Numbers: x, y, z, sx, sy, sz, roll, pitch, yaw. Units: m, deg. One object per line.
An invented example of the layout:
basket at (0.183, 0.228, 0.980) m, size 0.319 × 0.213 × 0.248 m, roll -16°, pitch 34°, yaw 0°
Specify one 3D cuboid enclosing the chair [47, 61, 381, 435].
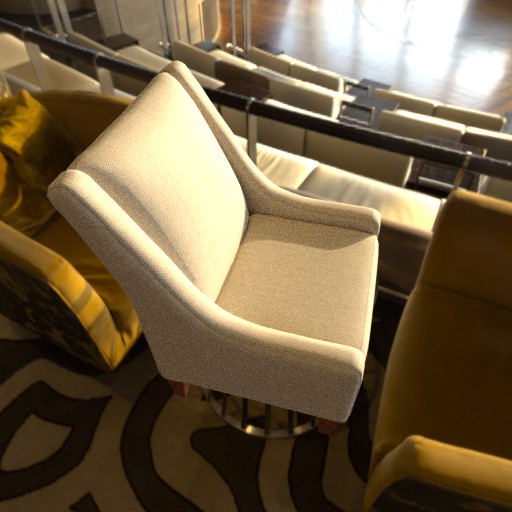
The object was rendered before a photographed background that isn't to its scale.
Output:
chair at (0.000, 0.000, 1.583) m, size 0.870 × 1.014 × 0.774 m, roll 11°, pitch 47°, yaw 10°
